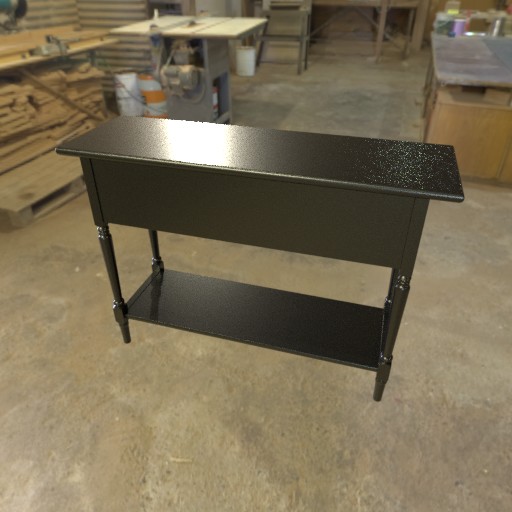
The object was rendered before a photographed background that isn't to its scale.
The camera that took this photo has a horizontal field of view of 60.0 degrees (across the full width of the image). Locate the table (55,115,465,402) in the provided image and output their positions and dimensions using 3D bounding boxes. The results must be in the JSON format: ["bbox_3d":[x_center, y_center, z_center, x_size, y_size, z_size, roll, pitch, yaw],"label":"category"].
[{"bbox_3d":[0.000,0.000,1.609,1.191,0.819,0.386,9,34,14],"label":"table"}]
